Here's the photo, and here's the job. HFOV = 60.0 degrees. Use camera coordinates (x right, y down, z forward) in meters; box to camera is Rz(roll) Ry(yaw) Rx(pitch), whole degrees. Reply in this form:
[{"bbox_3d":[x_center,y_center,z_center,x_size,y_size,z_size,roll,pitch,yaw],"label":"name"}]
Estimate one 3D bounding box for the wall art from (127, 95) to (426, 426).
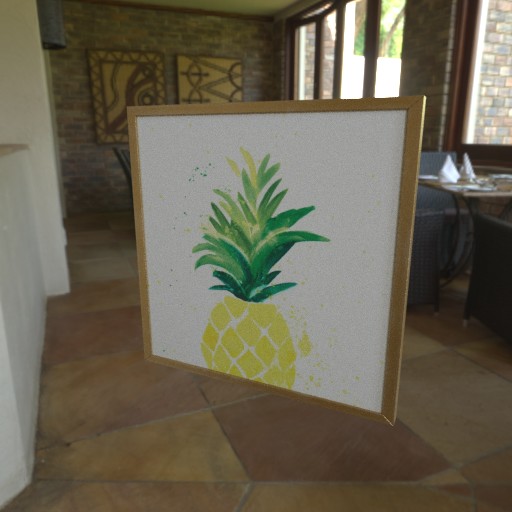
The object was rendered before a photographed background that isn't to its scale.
[{"bbox_3d":[0.000,0.000,1.157,0.762,0.760,0.037,7,17,25],"label":"wall art"}]
